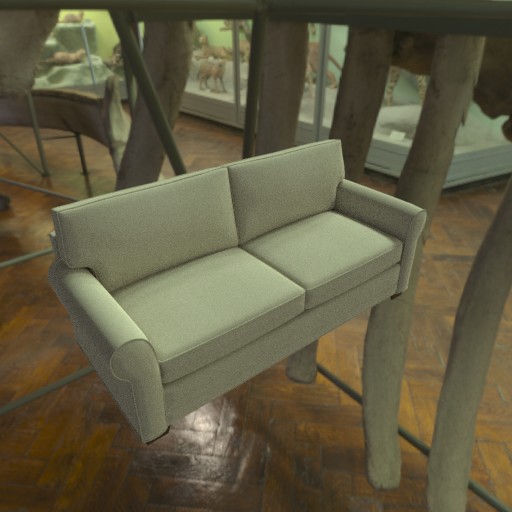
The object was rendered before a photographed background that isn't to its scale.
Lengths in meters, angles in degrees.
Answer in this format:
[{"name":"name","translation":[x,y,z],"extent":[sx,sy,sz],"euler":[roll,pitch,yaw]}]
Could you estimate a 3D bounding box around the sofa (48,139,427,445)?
[{"name":"sofa","translation":[0.000,0.000,2.629],"extent":[2.146,0.962,0.901],"euler":[-22,37,-32]}]
